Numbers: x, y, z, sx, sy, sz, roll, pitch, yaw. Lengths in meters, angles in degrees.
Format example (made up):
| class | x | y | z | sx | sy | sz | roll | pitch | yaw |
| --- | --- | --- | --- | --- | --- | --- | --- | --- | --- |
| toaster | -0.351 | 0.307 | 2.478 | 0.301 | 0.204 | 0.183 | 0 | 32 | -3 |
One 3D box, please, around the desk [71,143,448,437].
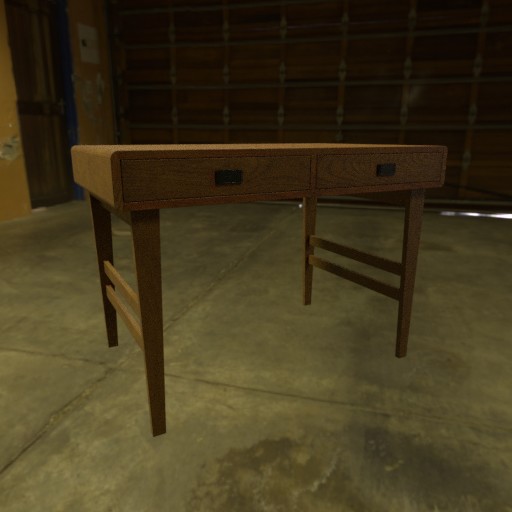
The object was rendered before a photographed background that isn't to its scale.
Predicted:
| class | x | y | z | sx | sy | sz | roll | pitch | yaw |
| --- | --- | --- | --- | --- | --- | --- | --- | --- | --- |
| desk | 0.000 | 0.000 | 1.563 | 1.066 | 0.754 | 0.660 | -8 | 17 | -28 |
